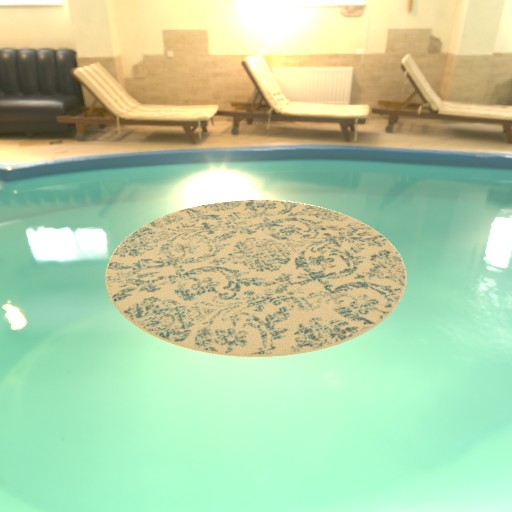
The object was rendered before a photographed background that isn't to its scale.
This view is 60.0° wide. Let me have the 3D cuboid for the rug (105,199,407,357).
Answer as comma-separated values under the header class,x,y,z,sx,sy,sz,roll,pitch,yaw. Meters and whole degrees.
class,x,y,z,sx,sy,sz,roll,pitch,yaw
rug,0.000,0.000,2.439,1.593,0.012,1.593,0,30,0
